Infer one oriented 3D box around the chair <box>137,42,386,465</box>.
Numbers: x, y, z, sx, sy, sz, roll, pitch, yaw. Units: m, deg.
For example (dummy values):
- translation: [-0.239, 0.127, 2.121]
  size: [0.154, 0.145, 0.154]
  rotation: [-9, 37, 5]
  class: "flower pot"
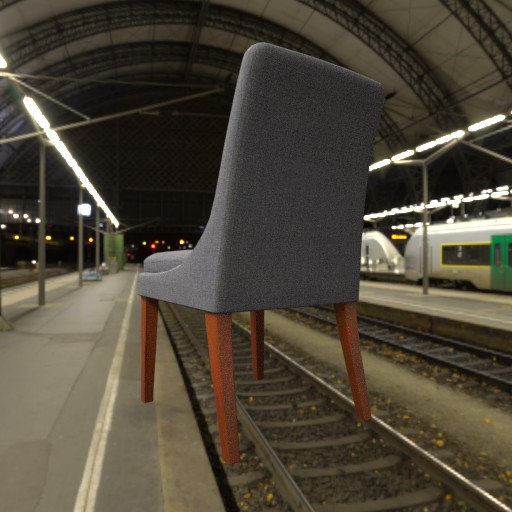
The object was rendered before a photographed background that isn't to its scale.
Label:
- translation: [0.000, 0.000, 1.343]
  size: [0.508, 0.952, 0.655]
  rotation: [0, 0, -36]
  class: "chair"
